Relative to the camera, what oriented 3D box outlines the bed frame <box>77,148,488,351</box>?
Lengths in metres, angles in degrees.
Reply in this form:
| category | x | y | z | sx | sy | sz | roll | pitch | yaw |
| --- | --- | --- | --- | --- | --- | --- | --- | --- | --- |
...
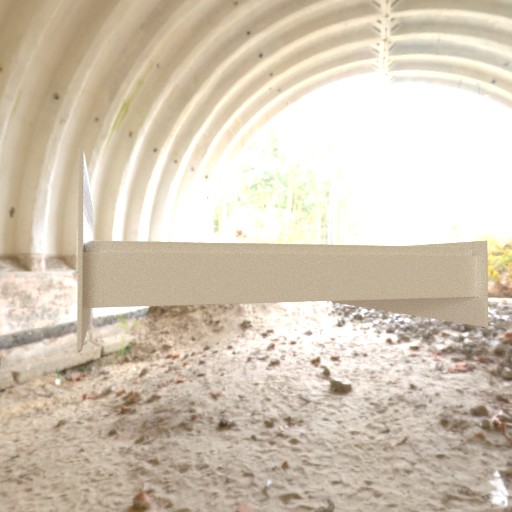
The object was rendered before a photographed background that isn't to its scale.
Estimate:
| category | x | y | z | sx | sy | sz | roll | pitch | yaw |
| --- | --- | --- | --- | --- | --- | --- | --- | --- | --- |
| bed frame | 0.000 | 0.000 | 2.877 | 2.060 | 0.800 | 1.720 | 0 | -1 | -19 |
